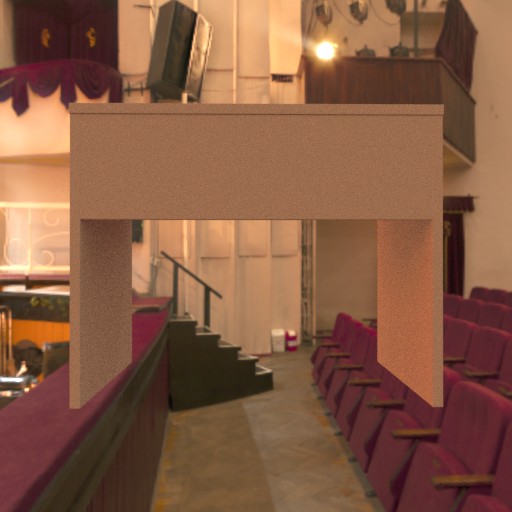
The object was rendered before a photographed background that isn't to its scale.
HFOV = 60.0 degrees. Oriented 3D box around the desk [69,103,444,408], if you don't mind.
[{"bbox_3d":[0.000,0.000,1.310,0.900,0.729,0.498,0,0,-1],"label":"desk"}]
